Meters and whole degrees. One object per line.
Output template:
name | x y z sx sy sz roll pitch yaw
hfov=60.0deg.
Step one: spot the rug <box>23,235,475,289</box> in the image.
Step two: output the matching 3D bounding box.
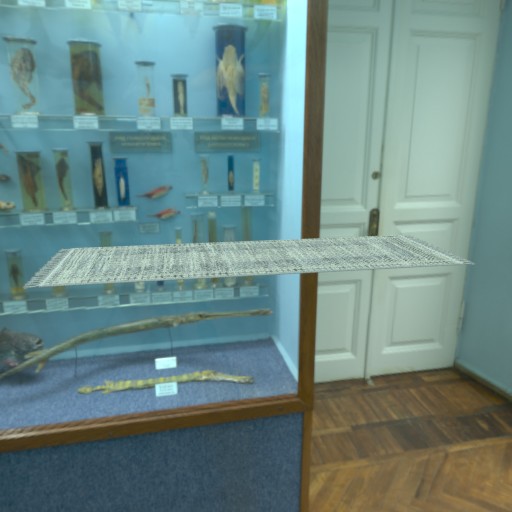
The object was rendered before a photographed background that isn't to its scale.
rug | 0.000 0.000 2.738 2.480 0.013 0.786 -3 15 -10
